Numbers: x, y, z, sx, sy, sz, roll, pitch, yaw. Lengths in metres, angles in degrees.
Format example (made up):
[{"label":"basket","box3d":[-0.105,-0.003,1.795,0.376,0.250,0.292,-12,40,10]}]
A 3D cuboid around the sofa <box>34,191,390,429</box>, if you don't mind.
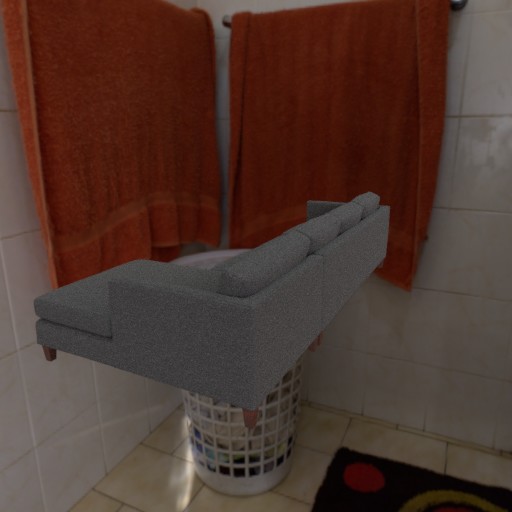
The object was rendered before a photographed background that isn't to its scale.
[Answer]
[{"label":"sofa","box3d":[0.000,0.000,3.830,1.625,0.846,3.186,8,18,26]}]
